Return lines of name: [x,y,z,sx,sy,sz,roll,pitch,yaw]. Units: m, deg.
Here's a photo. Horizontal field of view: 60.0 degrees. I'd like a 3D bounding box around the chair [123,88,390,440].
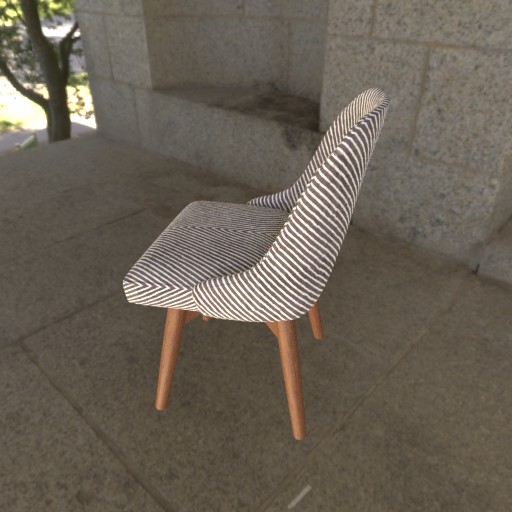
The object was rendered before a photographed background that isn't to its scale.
chair: [0.000,0.000,1.238,0.591,0.883,0.504,7,33,12]
